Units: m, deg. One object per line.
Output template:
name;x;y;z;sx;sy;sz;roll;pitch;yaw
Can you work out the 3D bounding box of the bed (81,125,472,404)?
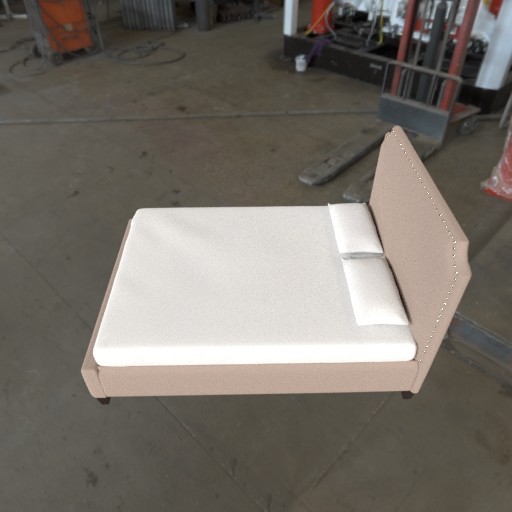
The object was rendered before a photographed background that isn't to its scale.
bed;0.000;0.000;3.405;2.372;1.443;1.713;-1;42;-1
